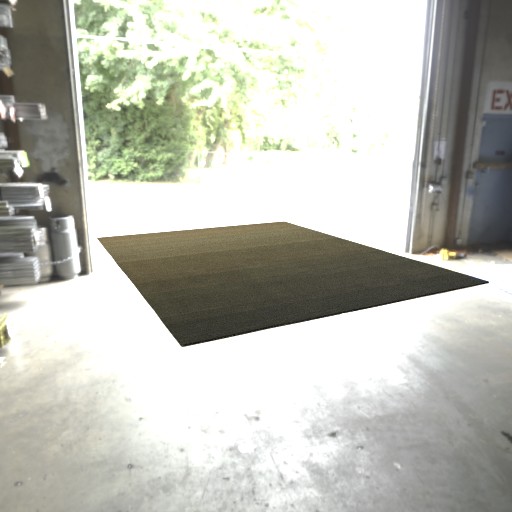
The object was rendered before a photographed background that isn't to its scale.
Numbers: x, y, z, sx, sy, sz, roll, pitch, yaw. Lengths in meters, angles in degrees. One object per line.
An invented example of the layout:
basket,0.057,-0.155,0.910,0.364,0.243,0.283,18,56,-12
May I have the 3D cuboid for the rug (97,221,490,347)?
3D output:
rug,0.000,0.000,3.957,2.315,0.015,2.932,-7,16,-26
